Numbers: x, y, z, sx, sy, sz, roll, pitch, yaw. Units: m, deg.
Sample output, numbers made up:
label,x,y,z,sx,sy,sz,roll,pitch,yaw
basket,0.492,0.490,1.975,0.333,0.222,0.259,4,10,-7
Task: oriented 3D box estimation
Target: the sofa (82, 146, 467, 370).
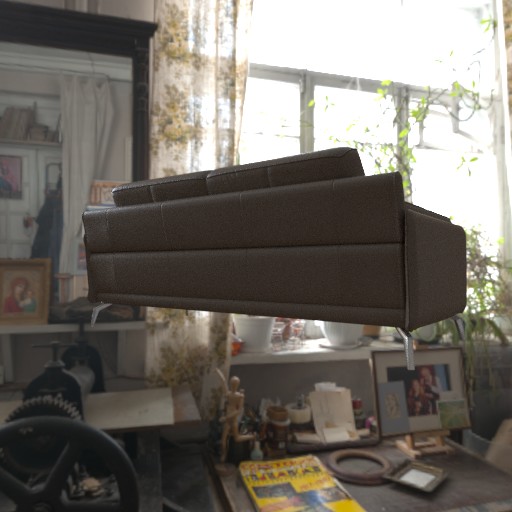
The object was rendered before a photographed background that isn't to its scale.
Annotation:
label,x,y,z,sx,sy,sz,roll,pitch,yaw
sofa,0.000,0.000,2.579,2.101,0.930,1.049,-1,-2,36
